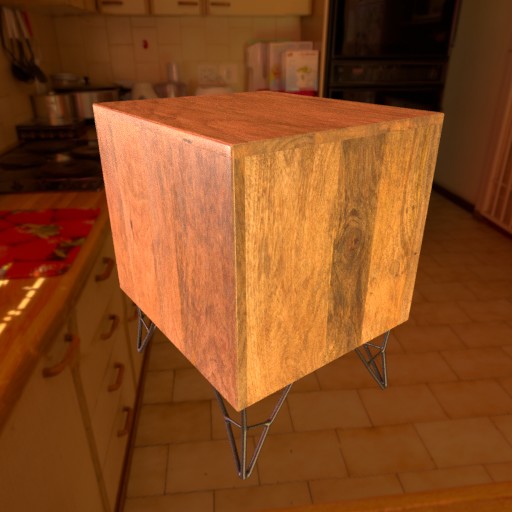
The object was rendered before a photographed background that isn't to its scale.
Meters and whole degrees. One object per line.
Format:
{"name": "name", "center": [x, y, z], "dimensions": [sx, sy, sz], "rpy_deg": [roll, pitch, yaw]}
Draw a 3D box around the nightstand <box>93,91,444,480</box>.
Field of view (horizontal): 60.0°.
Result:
{"name": "nightstand", "center": [0.000, 0.000, 0.874], "dimensions": [0.406, 0.559, 0.457], "rpy_deg": [-18, 31, -33]}
